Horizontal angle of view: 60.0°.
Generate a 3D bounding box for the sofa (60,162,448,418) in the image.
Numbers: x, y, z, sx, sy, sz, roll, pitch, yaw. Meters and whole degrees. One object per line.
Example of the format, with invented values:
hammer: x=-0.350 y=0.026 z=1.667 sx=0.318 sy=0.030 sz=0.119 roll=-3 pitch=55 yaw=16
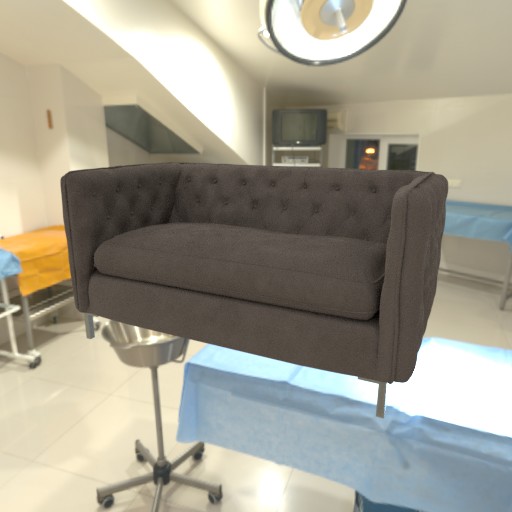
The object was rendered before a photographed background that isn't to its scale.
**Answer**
sofa: x=0.000 y=0.000 z=2.106 sx=1.583 sy=0.810 sz=0.909 roll=8 pitch=17 yaw=25
